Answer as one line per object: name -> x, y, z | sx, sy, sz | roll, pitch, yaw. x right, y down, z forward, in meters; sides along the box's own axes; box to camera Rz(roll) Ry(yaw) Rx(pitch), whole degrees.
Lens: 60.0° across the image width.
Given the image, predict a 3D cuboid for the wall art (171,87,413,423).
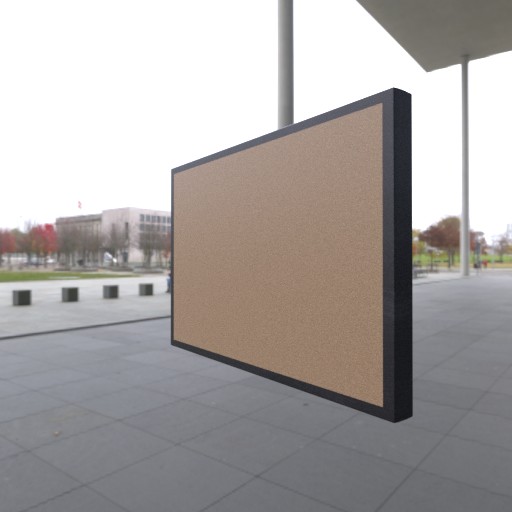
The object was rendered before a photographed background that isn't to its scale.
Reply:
wall art -> 0.000, 0.000, 0.790 | 0.038, 0.409, 0.610 | 0, -1, -37
